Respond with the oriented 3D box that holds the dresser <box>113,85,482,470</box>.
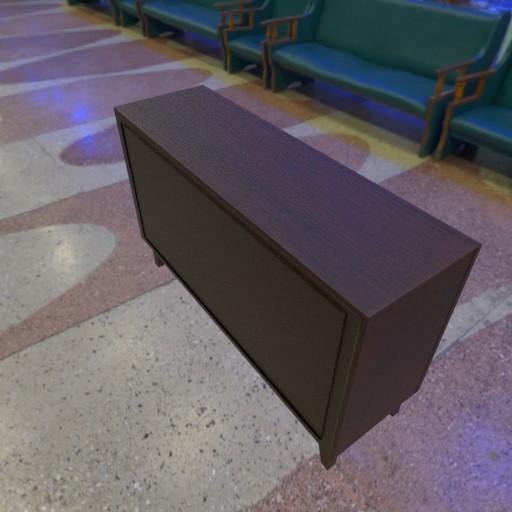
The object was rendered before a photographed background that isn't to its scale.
[{"bbox_3d":[0.000,0.000,2.017,0.499,0.971,1.609,-26,47,-26],"label":"dresser"}]
